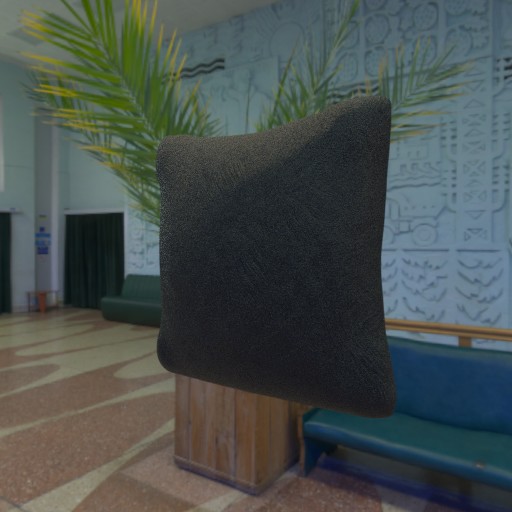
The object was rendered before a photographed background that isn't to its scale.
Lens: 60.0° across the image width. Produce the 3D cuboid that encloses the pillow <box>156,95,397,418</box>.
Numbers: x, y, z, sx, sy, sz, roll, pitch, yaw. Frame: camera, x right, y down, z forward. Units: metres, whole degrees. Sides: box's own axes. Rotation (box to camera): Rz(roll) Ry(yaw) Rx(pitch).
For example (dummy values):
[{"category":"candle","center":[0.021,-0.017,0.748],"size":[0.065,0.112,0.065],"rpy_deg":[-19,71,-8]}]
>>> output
[{"category":"pillow","center":[0.000,0.000,0.840],"size":[0.533,0.523,0.210],"rpy_deg":[1,1,35]}]
